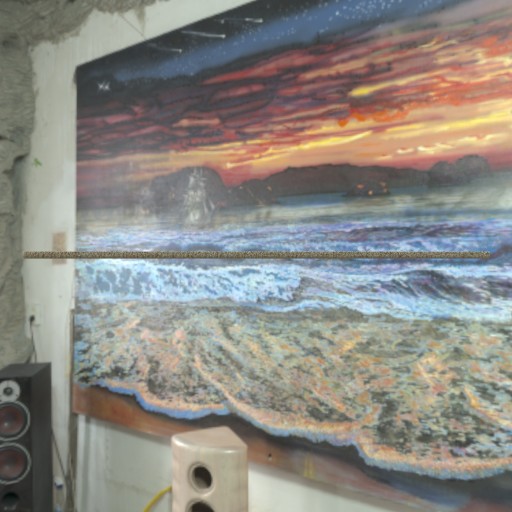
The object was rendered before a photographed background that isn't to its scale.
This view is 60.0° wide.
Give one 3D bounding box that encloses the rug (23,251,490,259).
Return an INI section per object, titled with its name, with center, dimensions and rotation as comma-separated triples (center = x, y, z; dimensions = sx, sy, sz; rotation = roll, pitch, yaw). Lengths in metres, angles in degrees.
[rug]
center = 0.000, 0.000, 2.090
dimensions = 1.600, 0.025, 1.199
rotation = 0, 0, 0
